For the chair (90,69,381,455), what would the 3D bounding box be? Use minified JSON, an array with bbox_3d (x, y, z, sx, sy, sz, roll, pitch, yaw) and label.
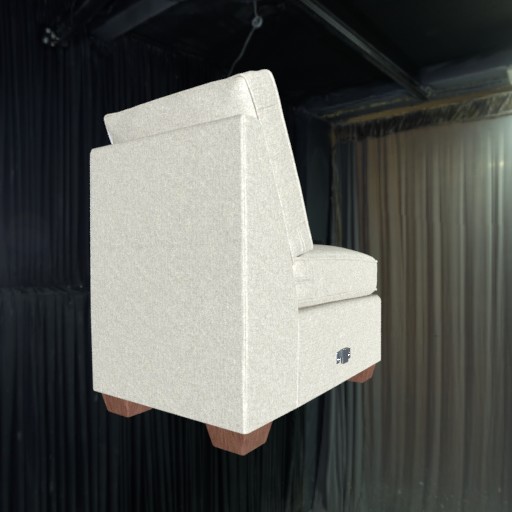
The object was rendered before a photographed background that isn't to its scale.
[{"bbox_3d":[0.000,0.000,1.716,0.674,1.058,1.020,0,0,36],"label":"chair"}]
